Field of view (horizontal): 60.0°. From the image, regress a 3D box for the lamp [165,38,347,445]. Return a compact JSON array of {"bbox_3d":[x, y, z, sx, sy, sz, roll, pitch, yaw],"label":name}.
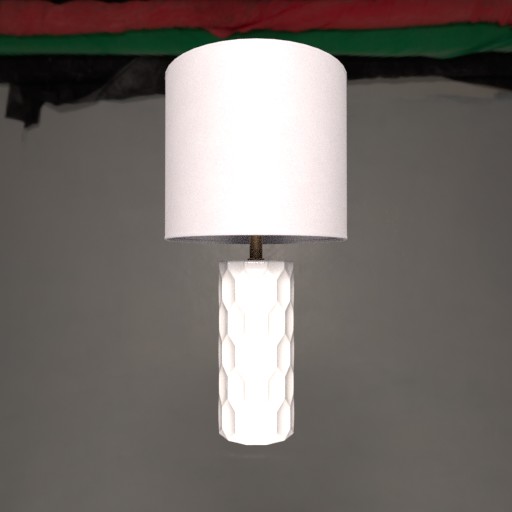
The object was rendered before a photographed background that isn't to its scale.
[{"bbox_3d":[0.000,0.000,0.684,0.277,0.537,0.277,0,-1,0],"label":"lamp"}]
